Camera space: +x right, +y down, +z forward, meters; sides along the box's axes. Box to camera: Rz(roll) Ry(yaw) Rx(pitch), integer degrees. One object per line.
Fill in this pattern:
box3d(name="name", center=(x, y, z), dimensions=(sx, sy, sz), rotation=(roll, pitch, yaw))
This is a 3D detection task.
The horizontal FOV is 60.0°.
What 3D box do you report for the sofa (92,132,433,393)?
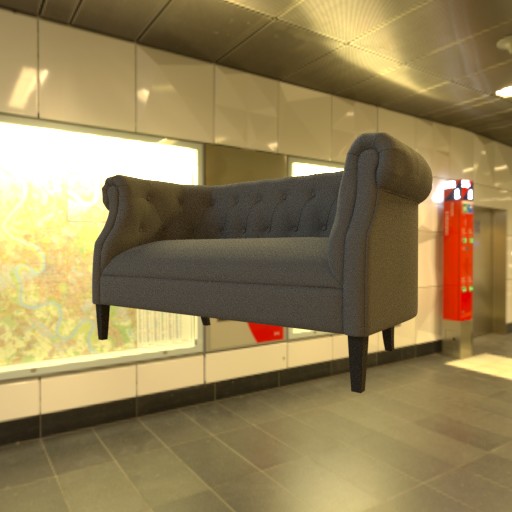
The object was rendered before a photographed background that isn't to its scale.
box3d(name="sofa", center=(0.000, 0.000, 2.072), dimensions=(1.558, 0.827, 0.835), rotation=(1, 1, 37))
